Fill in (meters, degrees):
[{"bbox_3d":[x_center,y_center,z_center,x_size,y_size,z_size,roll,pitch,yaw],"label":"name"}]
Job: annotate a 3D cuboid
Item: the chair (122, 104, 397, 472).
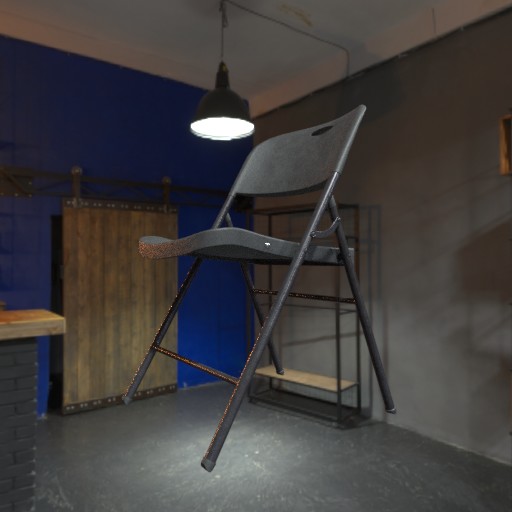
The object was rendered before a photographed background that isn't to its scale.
[{"bbox_3d":[0.000,0.000,1.184,0.566,0.810,0.494,0,-1,-35],"label":"chair"}]
